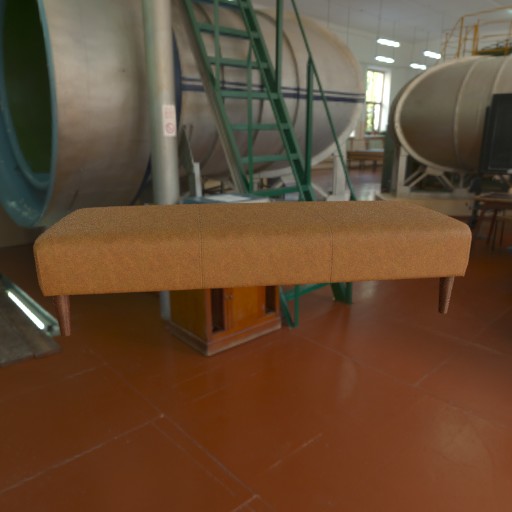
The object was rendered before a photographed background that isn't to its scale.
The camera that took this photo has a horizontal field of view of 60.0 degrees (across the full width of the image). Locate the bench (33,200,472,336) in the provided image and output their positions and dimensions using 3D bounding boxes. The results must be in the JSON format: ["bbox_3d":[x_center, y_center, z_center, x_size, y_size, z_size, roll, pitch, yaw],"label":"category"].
[{"bbox_3d":[0.000,0.000,1.916,1.610,0.399,0.653,-2,16,-8],"label":"bench"}]
